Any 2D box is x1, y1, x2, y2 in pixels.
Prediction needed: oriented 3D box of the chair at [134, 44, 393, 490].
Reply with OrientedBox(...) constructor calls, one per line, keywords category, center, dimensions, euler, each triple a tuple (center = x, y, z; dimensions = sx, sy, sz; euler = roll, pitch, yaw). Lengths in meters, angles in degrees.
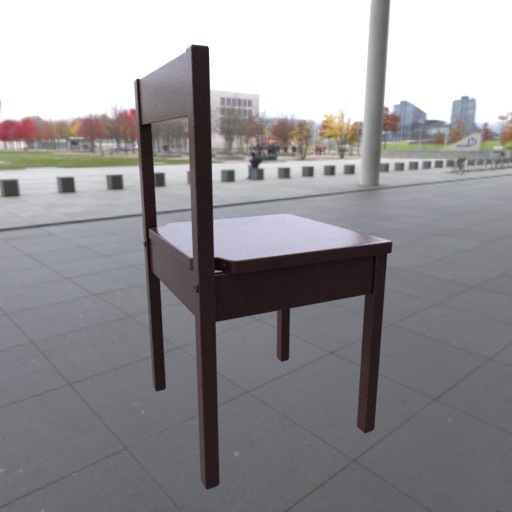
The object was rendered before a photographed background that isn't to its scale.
OrientedBox(category="chair", center=(0.000, 0.000, 0.868), dimensions=(0.361, 0.668, 0.367), euler=(-7, 16, -25))
